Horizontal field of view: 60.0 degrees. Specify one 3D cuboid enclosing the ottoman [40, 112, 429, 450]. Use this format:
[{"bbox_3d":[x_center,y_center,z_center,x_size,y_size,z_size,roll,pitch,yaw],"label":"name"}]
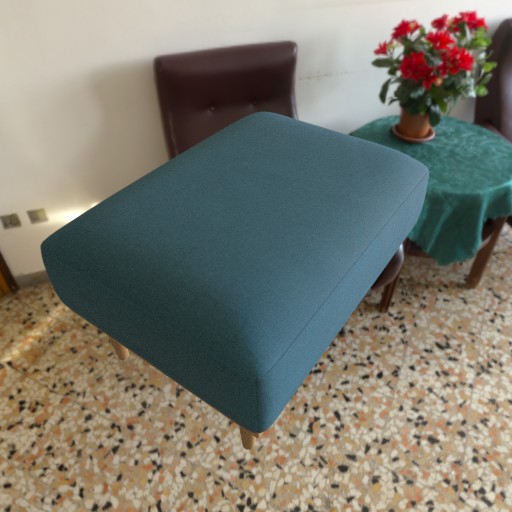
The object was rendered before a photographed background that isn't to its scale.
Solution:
[{"bbox_3d":[0.000,0.000,1.063,0.549,0.428,0.749,25,48,25],"label":"ottoman"}]
